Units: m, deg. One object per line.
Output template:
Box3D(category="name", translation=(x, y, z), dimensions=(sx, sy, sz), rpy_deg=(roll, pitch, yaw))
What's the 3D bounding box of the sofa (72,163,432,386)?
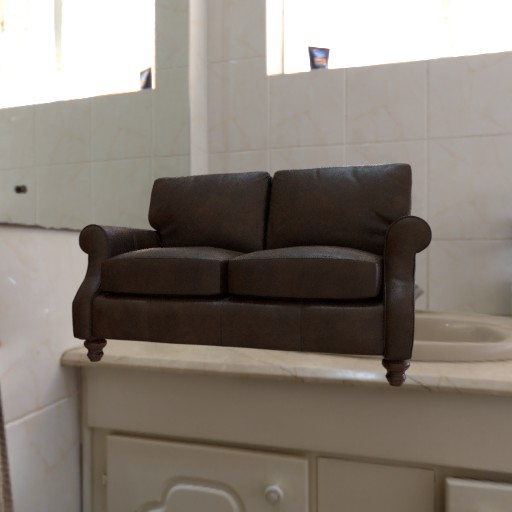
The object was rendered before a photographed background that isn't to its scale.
Box3D(category="sofa", translation=(0.000, 0.000, 2.231), dimensions=(1.616, 0.976, 0.990), rpy_deg=(0, 0, 17))
